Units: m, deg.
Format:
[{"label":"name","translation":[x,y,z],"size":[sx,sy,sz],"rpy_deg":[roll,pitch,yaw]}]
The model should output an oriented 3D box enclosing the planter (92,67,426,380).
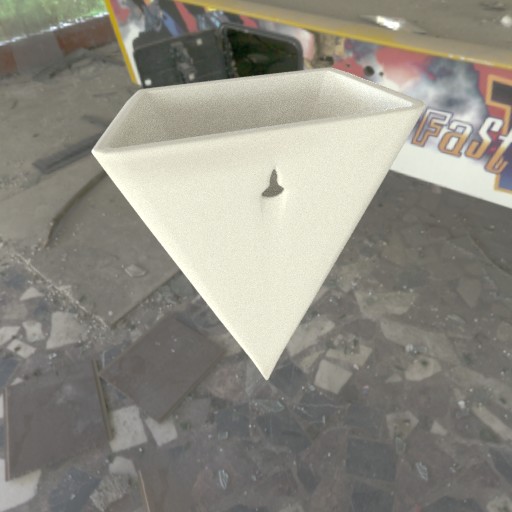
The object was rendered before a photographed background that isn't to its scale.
[{"label":"planter","translation":[0.000,0.000,0.274],"size":[0.150,0.197,0.060],"rpy_deg":[-12,44,-12]}]
